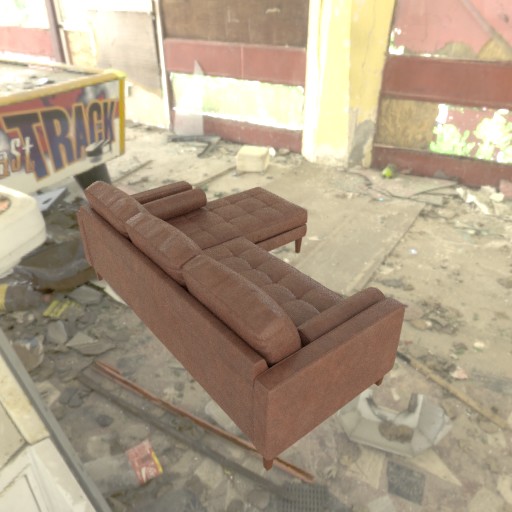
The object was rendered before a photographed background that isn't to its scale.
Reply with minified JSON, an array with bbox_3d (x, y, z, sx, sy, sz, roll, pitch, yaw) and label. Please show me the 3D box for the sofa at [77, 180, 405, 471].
[{"bbox_3d":[0.000,0.000,2.985,1.613,0.841,2.185,-23,38,-32],"label":"sofa"}]
